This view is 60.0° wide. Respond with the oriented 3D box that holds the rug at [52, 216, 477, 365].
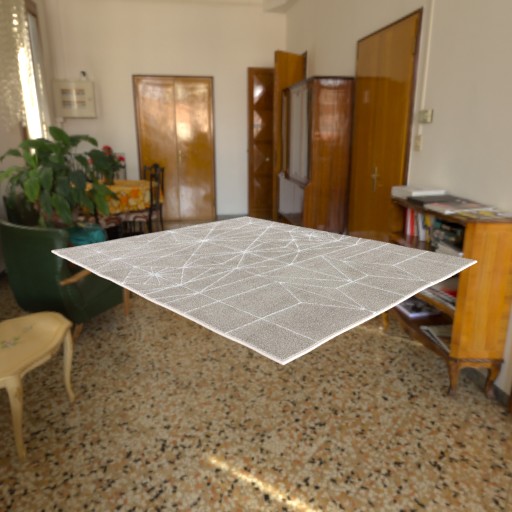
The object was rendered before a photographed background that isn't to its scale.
[{"bbox_3d":[0.000,0.000,0.871,0.548,0.006,0.639,-15,22,-42],"label":"rug"}]
